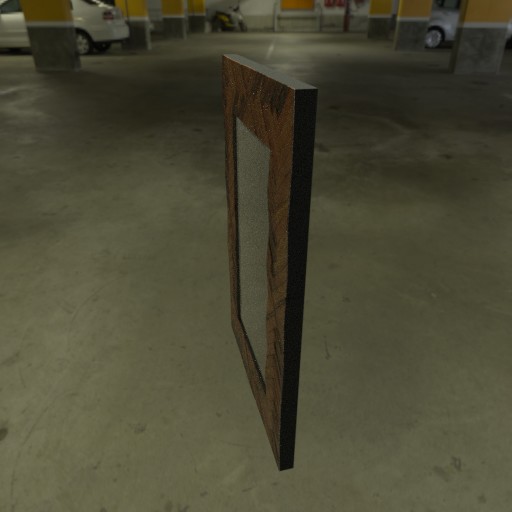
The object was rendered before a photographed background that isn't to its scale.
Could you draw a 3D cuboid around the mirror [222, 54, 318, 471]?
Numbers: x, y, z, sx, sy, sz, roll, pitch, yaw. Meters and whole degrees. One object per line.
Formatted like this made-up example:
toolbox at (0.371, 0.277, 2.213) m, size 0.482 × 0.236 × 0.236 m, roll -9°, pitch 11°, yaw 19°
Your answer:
mirror at (0.000, 0.000, 1.155) m, size 0.044 × 0.912 × 0.606 m, roll -7°, pitch 30°, yaw -12°
